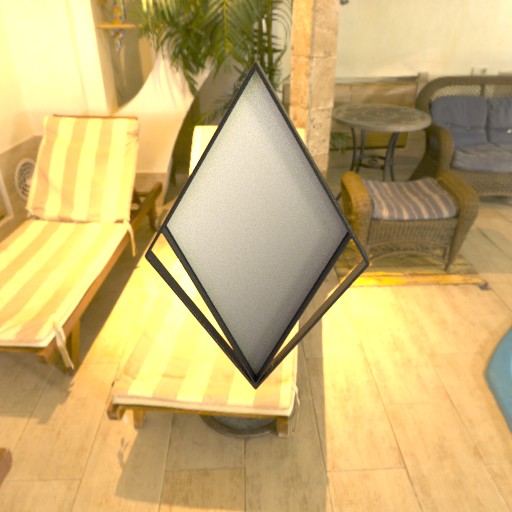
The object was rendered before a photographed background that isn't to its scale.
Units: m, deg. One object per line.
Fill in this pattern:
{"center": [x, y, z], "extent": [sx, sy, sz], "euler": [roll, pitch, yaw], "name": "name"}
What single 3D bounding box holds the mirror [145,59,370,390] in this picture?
{"center": [0.000, 0.000, 0.836], "extent": [0.419, 0.679, 0.032], "euler": [2, 30, 3], "name": "mirror"}
